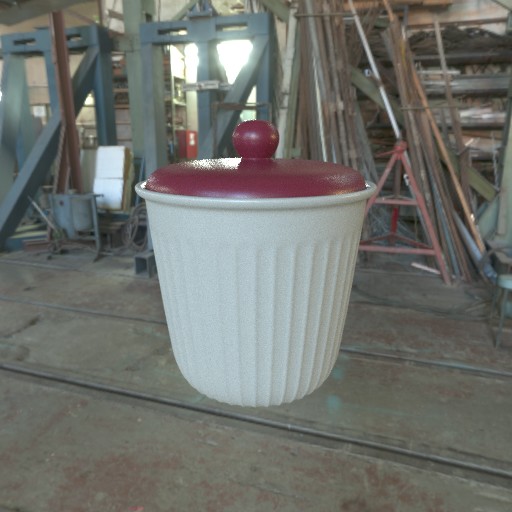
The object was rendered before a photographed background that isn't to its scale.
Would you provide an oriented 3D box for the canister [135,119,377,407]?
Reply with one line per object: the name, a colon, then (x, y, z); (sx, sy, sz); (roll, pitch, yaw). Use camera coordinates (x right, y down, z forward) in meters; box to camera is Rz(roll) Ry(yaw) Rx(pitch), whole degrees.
canister: (0.000, 0.000, 0.358); (0.181, 0.211, 0.181); (0, 16, 0)
